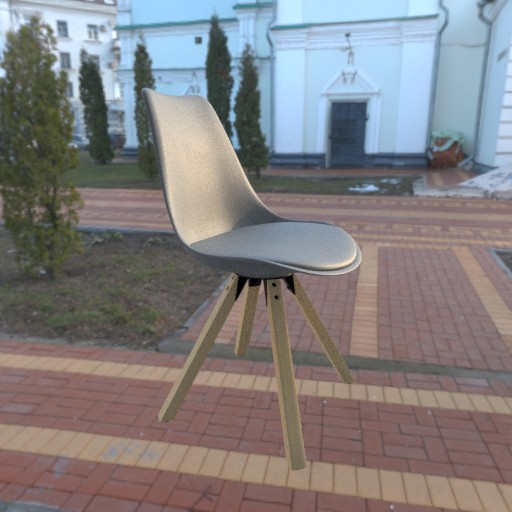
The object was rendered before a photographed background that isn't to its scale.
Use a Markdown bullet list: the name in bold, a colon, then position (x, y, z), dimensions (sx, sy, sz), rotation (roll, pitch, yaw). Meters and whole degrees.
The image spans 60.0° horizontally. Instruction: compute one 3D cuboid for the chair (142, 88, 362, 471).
- **chair**: position (0.000, 0.000, 1.188), dimensions (0.549, 0.850, 0.485), rotation (8, 17, 26)
